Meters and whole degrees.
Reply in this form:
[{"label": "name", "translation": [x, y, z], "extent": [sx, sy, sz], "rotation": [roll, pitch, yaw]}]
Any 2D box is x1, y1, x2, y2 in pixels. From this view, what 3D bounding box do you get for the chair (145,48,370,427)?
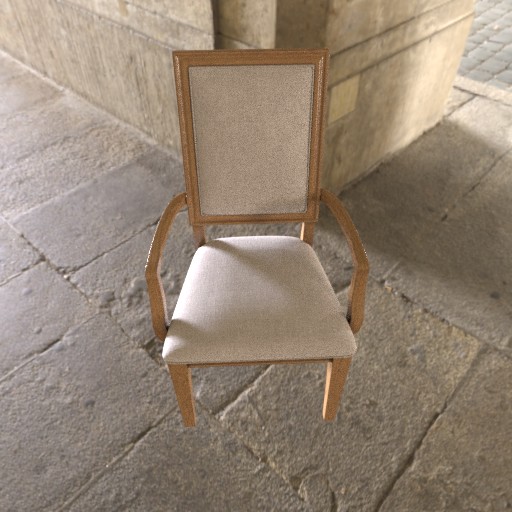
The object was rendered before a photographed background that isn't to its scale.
[{"label": "chair", "translation": [0.000, 0.000, 1.332], "extent": [0.606, 0.990, 0.602], "rotation": [-2, 46, -2]}]
